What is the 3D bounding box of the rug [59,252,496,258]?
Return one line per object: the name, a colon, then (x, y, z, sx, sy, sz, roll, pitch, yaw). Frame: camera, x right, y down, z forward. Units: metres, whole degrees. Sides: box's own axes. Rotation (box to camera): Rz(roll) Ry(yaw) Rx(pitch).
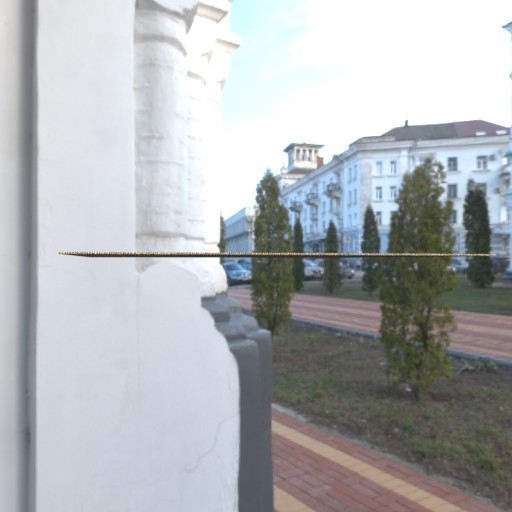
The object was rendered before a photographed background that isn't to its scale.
rug: (0.000, 0.000, 4.067, 3.034, 0.012, 2.471, 0, -1, -17)
